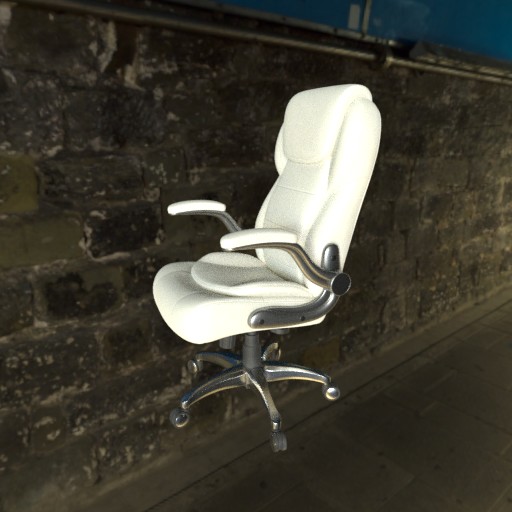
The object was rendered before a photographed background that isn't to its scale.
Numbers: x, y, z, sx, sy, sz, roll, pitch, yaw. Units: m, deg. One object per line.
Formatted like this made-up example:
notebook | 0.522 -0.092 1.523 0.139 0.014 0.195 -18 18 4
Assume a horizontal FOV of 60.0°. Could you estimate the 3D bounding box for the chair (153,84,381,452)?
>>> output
chair | 0.000 0.000 1.822 0.806 1.330 0.755 -7 17 -24
